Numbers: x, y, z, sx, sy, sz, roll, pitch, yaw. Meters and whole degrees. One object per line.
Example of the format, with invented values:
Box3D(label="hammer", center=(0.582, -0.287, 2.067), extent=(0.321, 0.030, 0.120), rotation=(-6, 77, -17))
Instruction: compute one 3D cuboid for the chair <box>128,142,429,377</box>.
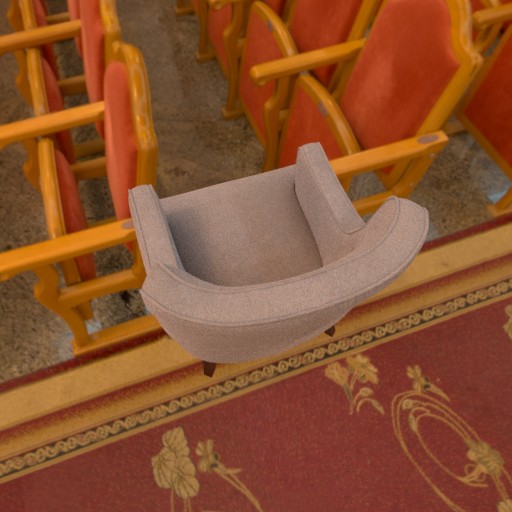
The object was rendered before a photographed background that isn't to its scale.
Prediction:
Box3D(label="chair", center=(0.000, 0.000, 1.610), extent=(0.781, 0.919, 0.910), rotation=(-16, 59, -10))
